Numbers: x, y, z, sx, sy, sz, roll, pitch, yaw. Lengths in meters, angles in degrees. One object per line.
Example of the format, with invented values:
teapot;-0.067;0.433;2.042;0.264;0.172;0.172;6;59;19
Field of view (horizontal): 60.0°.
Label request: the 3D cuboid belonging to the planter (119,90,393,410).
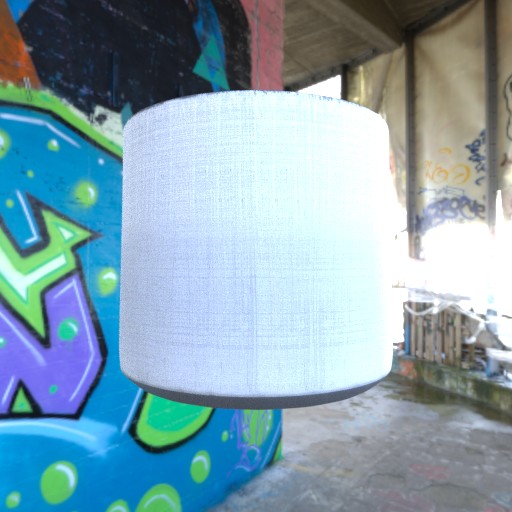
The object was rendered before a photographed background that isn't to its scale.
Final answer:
planter;0.000;0.000;0.376;0.221;0.201;0.221;0;-1;0
